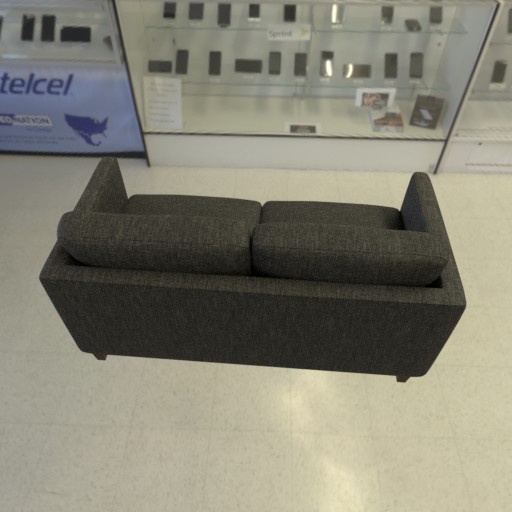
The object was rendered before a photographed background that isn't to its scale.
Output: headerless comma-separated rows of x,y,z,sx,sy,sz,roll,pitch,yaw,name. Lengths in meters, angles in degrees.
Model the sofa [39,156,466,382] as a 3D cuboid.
0.000,0.000,2.407,1.884,0.963,0.950,3,48,3,sofa
